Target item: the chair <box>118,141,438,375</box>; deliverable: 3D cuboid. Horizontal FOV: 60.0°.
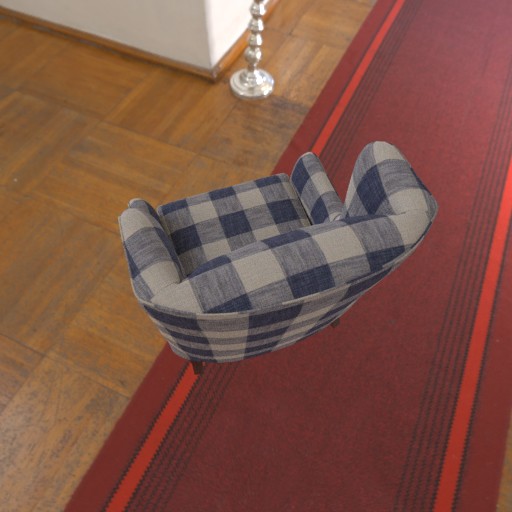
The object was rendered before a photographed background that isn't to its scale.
[{"bbox_3d":[0.000,0.000,1.684,0.830,1.041,0.889,-17,59,-11],"label":"chair"}]
